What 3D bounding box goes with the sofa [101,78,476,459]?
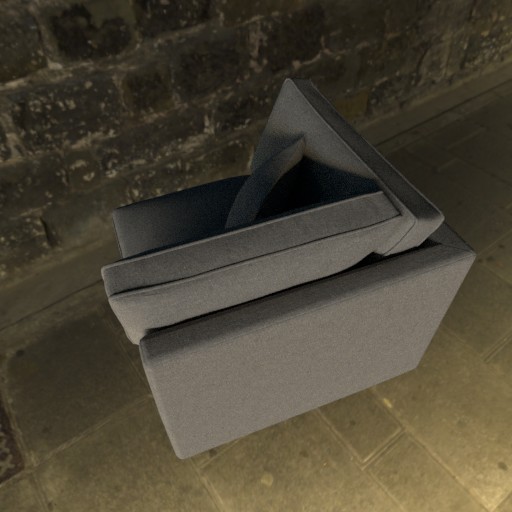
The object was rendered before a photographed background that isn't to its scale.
[{"bbox_3d":[0.000,0.000,1.871,1.146,1.002,1.084,-16,49,-15],"label":"sofa"}]
